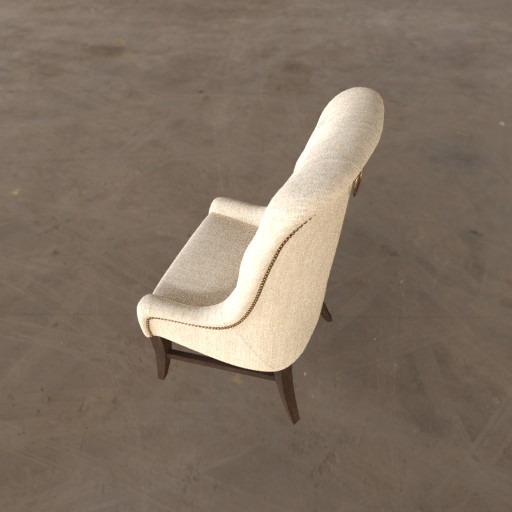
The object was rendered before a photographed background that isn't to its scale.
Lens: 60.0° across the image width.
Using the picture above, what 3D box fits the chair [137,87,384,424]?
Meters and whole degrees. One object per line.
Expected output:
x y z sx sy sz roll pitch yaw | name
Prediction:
0.000 0.000 1.496 0.629 1.091 0.634 16 48 15 | chair
